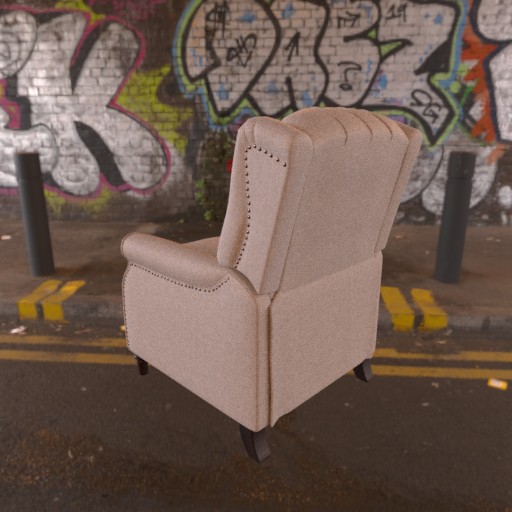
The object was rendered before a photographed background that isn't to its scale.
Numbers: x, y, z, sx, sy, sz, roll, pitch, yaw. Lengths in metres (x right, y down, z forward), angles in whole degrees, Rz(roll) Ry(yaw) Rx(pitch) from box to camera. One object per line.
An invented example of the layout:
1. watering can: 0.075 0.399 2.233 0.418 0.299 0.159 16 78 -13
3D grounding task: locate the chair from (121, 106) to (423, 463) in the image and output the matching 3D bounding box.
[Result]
1. chair: 0.000 0.000 1.646 0.902 1.035 0.742 16 23 42
